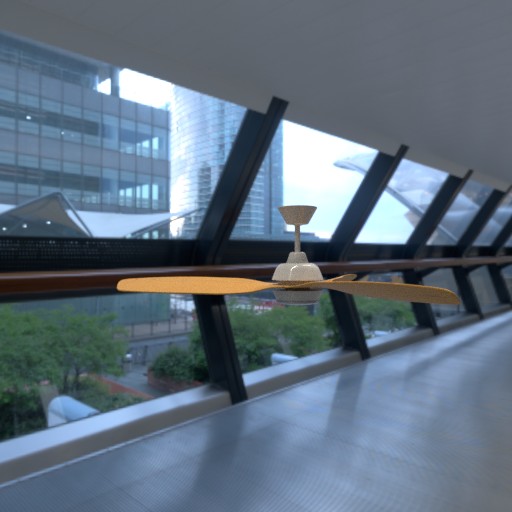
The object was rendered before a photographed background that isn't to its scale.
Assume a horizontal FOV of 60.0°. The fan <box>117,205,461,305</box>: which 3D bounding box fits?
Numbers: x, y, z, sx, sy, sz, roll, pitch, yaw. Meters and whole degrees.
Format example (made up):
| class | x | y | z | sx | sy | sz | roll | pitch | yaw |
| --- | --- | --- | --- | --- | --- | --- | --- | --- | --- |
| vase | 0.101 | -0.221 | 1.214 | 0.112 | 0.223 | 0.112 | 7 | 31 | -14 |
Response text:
| class | x | y | z | sx | sy | sz | roll | pitch | yaw |
| --- | --- | --- | --- | --- | --- | --- | --- | --- | --- |
| fan | 0.000 | 0.000 | 1.610 | 1.010 | 0.355 | 1.142 | 0 | -1 | -1 |
